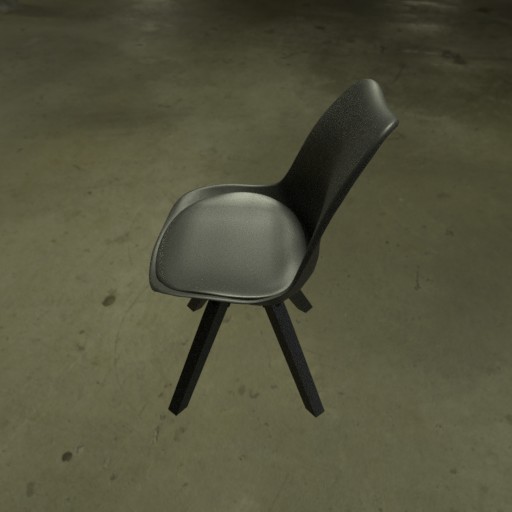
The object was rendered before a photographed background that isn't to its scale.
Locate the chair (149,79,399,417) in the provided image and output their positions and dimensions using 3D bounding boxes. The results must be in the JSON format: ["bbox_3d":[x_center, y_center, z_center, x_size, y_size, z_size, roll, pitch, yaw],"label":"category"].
[{"bbox_3d":[0.000,0.000,1.182,0.550,0.850,0.485,1,41,1],"label":"chair"}]
